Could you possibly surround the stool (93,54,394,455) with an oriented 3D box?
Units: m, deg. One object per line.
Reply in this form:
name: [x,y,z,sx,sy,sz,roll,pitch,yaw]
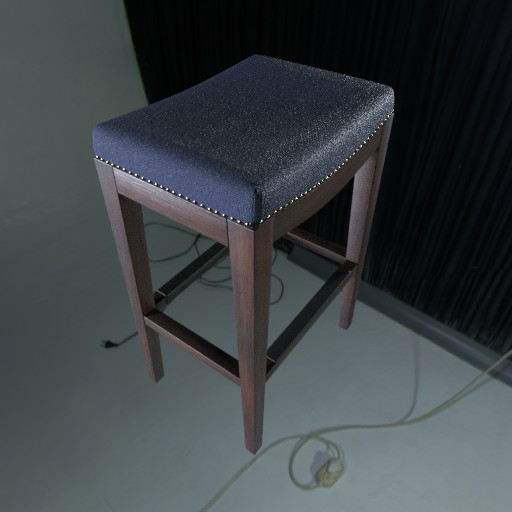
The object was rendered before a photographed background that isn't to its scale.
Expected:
stool: [0.000,0.000,1.041,0.358,0.740,0.498,26,48,26]
